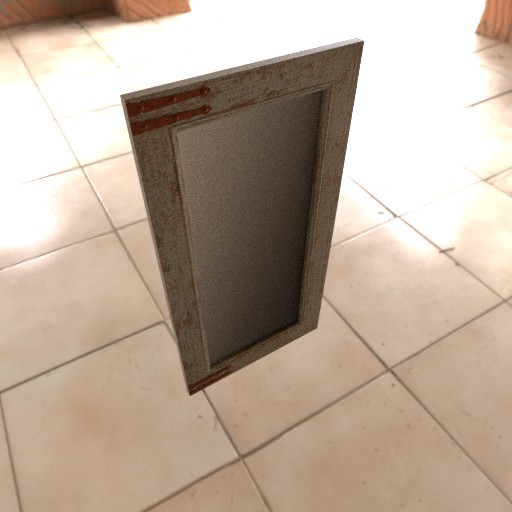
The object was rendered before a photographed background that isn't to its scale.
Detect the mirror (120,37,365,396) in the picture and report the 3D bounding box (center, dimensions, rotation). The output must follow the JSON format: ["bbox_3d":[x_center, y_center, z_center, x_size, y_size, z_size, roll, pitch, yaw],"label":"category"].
[{"bbox_3d":[0.000,0.000,1.082,0.472,0.922,0.027,-23,50,-22],"label":"mirror"}]
